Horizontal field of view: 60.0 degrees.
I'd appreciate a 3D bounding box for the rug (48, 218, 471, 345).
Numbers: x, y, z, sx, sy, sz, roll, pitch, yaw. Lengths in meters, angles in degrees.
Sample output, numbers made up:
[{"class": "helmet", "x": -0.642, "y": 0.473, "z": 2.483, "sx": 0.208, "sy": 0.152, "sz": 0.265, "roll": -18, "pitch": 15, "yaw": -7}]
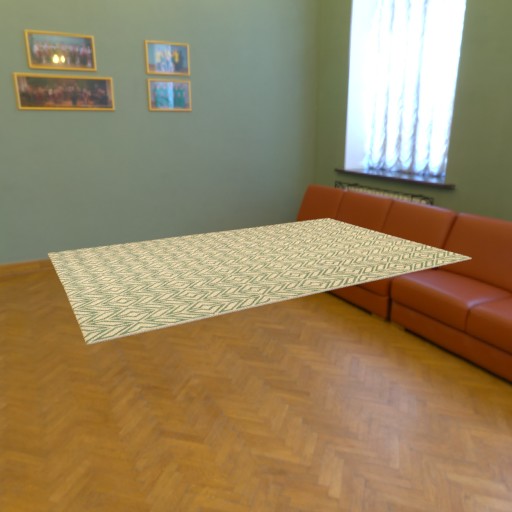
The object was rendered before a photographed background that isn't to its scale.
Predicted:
[{"class": "rug", "x": 0.000, "y": 0.000, "z": 2.994, "sx": 2.435, "sy": 0.011, "sz": 1.517, "roll": -9, "pitch": 19, "yaw": -28}]
